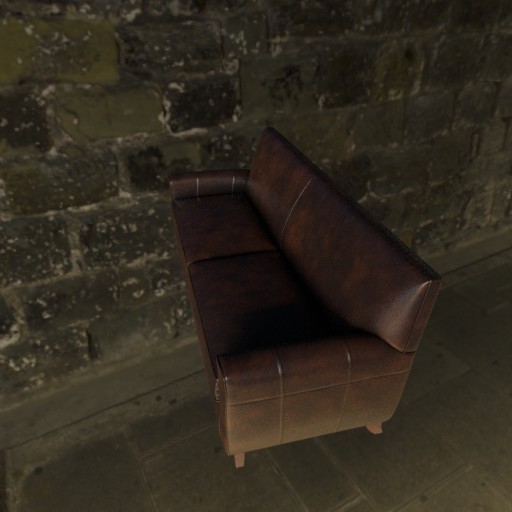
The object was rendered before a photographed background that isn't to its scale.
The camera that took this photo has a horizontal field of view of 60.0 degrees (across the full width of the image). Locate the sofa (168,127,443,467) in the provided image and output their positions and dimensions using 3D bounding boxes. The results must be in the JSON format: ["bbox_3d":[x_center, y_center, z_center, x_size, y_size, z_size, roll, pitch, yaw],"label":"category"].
[{"bbox_3d":[0.000,0.000,2.442,0.786,0.871,1.995,-8,32,-13],"label":"sofa"}]
